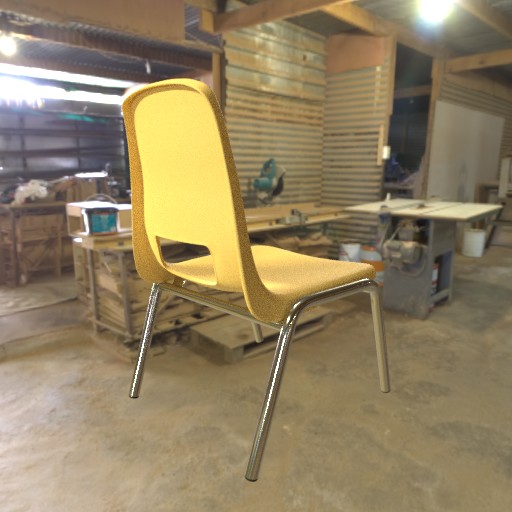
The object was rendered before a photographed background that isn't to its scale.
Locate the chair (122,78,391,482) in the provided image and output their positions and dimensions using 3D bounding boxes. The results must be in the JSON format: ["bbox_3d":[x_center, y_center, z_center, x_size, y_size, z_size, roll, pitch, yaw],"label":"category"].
[{"bbox_3d":[0.000,0.000,0.779,0.354,0.536,0.385,12,17,43],"label":"chair"}]
